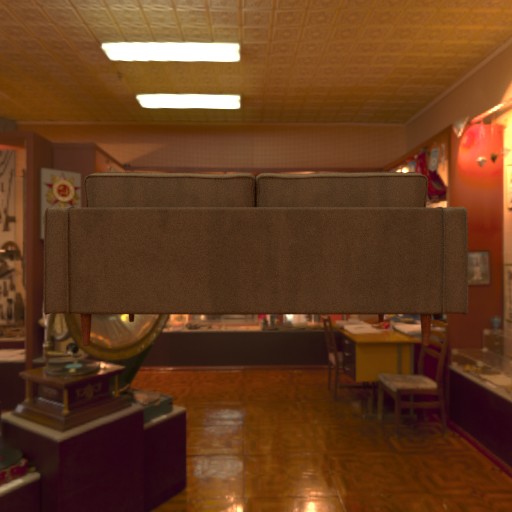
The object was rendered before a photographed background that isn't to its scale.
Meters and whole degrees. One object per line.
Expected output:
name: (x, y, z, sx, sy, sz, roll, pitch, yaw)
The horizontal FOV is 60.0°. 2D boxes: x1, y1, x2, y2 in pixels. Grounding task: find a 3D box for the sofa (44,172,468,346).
sofa: (0.000, 0.000, 2.412, 1.920, 0.825, 0.924, 0, 0, 0)
